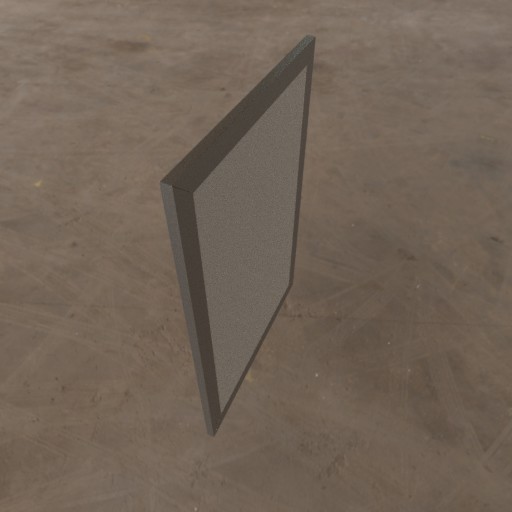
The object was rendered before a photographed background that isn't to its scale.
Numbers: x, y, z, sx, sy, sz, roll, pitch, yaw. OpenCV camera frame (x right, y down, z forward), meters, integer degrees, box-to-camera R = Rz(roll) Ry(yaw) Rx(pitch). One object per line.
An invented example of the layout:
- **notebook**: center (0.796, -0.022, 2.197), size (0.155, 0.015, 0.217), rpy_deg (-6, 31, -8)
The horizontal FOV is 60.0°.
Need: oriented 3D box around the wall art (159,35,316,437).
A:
- **wall art**: center (0.000, 0.000, 0.687), size (0.013, 0.529, 0.376), rpy_deg (18, 48, 17)
